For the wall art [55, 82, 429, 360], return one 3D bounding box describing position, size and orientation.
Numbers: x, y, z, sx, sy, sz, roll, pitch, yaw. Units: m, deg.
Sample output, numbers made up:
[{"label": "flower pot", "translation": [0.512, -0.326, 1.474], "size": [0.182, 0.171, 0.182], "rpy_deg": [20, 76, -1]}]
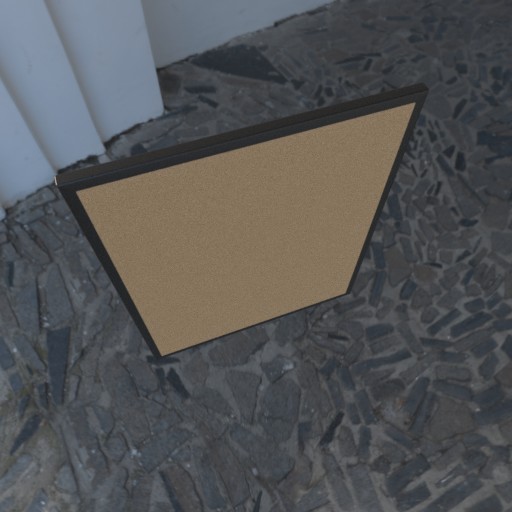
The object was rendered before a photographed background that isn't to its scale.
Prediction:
[{"label": "wall art", "translation": [0.000, 0.000, 0.788], "size": [0.481, 0.582, 0.018], "rpy_deg": [-17, 59, -11]}]
